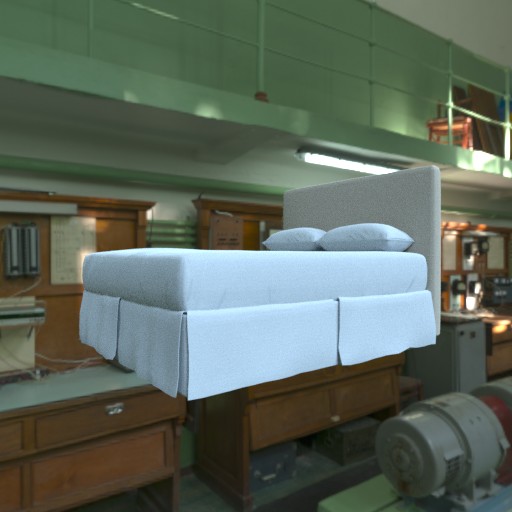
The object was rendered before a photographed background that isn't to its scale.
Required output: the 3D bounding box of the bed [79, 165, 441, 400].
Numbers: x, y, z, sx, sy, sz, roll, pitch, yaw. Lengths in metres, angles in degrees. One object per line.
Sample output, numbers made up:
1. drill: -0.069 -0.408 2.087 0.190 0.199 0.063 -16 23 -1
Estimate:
1. bed: 0.000 0.000 3.273 2.142 1.330 1.748 0 0 -37
